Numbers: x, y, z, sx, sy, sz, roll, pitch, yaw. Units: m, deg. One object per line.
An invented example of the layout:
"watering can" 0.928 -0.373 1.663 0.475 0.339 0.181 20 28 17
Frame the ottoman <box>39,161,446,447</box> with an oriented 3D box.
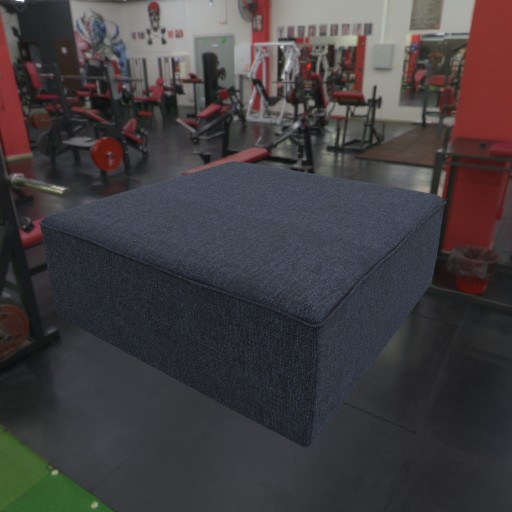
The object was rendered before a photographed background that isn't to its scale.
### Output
"ottoman" 0.000 0.000 1.571 1.023 0.423 1.017 17 30 32
